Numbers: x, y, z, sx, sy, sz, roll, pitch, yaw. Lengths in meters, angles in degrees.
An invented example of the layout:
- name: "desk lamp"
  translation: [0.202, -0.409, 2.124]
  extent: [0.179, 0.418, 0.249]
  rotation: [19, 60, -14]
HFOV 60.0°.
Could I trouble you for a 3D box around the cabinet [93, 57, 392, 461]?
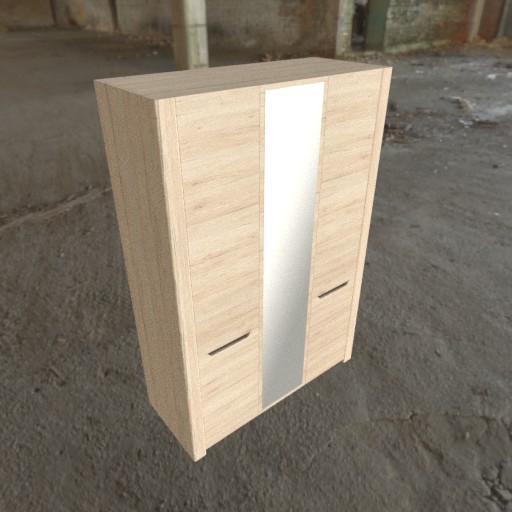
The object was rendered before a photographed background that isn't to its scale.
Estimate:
- name: "cabinet"
  translation: [0.000, 0.000, 2.685]
  extent: [1.400, 2.070, 0.580]
  rotation: [-22, 37, -33]
